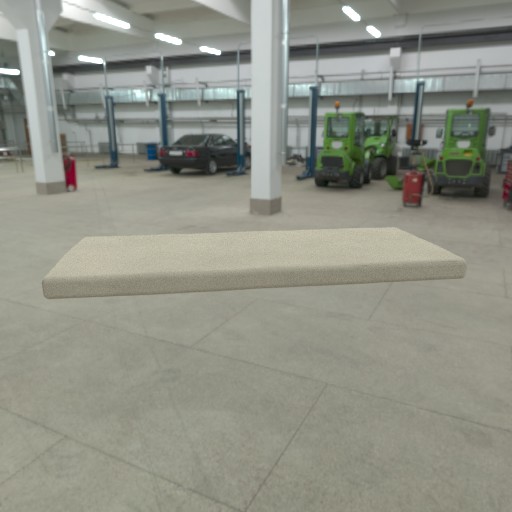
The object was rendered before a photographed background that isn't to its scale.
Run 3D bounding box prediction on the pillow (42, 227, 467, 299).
[{"bbox_3d":[0.000,0.000,1.405,1.187,0.081,0.492,-2,16,-8],"label":"pillow"}]
